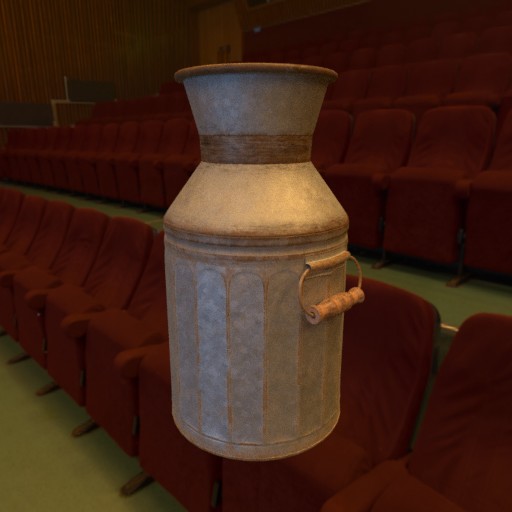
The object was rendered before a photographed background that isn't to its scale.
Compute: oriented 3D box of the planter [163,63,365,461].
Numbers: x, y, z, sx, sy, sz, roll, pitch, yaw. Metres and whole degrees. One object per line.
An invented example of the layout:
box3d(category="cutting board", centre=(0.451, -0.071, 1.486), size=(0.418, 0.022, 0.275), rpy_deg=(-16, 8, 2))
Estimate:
box3d(category="planter", centre=(0.000, 0.000, 0.520), size=(0.245, 0.396, 0.214), rpy_deg=(15, 22, 43))
